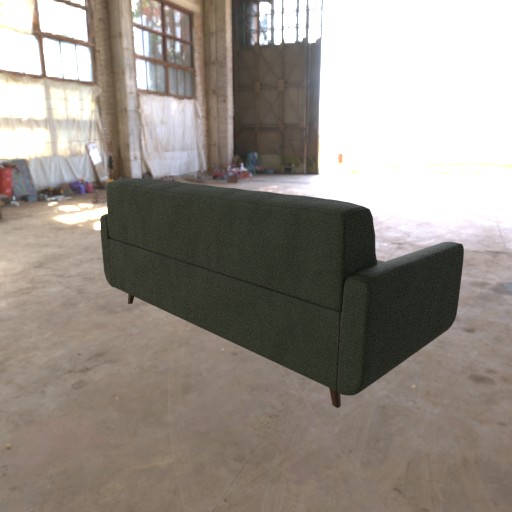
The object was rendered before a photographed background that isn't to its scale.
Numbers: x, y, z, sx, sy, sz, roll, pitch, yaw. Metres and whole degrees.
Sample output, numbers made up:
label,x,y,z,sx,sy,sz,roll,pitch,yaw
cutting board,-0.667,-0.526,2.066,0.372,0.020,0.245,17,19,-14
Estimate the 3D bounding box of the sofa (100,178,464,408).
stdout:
label,x,y,z,sx,sy,sz,roll,pitch,yaw
sofa,0.000,0.000,2.567,0.909,0.841,2.029,-14,20,-43
